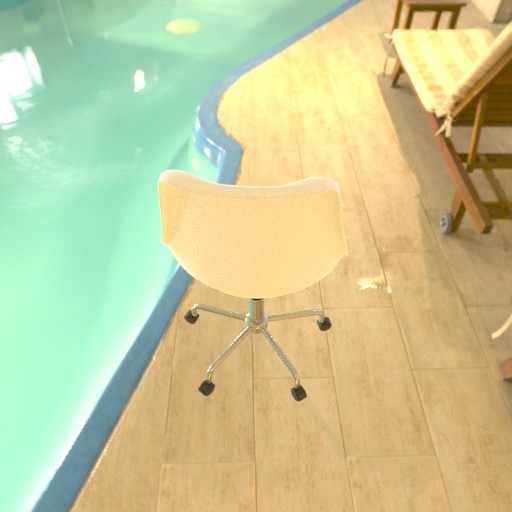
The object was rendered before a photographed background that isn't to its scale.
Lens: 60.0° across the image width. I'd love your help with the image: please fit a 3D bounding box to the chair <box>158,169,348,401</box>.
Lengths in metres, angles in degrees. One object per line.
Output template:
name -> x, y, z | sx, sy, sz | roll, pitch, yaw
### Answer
chair -> 0.000, 0.000, 1.271 | 0.550, 0.930, 0.550 | 3, 48, 3
